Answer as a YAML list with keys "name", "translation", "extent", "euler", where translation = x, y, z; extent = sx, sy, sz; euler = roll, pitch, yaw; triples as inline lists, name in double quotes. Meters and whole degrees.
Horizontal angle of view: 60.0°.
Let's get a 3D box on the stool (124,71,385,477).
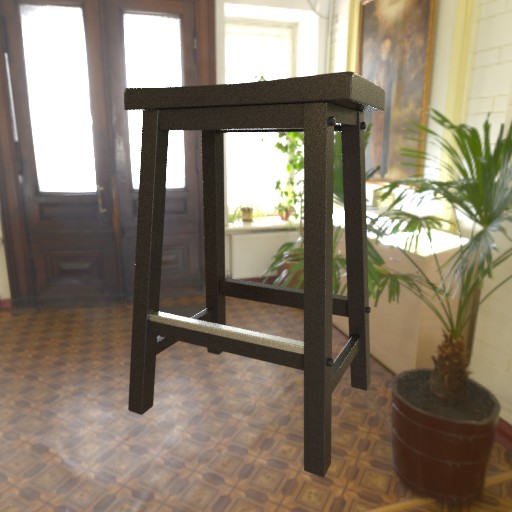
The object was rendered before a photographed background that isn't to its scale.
- name: "stool"
  translation: [0.000, 0.000, 0.856]
  extent: [0.406, 0.610, 0.322]
  euler: [7, 16, 26]
